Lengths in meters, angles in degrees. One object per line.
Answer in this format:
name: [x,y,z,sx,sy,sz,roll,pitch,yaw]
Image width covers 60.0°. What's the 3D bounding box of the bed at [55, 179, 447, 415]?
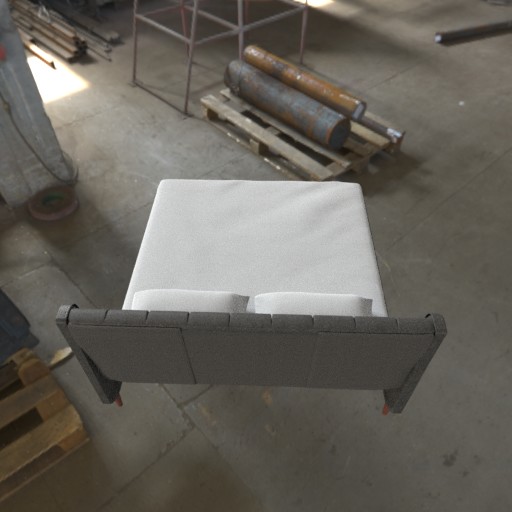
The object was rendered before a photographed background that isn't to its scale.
bed: [0.000,0.000,3.230,1.903,1.158,2.031,1,47,1]
